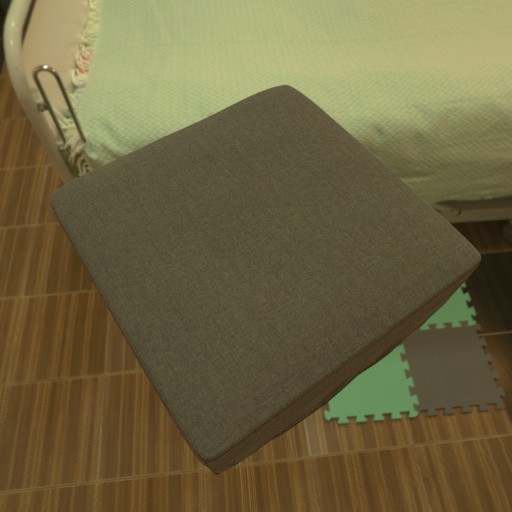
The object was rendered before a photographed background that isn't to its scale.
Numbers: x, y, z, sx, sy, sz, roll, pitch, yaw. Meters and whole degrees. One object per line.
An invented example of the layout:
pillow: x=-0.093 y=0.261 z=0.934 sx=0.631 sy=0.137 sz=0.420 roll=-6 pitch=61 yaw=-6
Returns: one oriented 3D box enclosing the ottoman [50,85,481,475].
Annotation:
ottoman: x=0.000 y=0.000 z=1.286 sx=0.843 sy=0.436 sz=0.840 roll=-31 pitch=64 yaw=-17
